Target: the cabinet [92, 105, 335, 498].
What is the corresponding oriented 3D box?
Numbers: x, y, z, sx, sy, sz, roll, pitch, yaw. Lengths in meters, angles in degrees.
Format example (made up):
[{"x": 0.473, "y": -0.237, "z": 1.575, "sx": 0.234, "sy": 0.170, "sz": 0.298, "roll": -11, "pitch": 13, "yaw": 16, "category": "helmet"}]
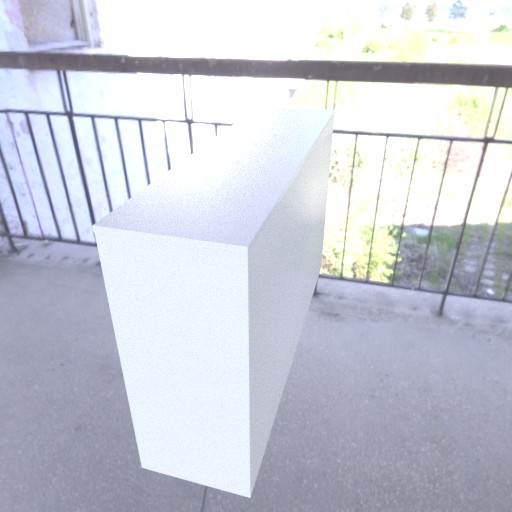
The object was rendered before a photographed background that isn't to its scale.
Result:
[{"x": 0.000, "y": 0.000, "z": 1.816, "sx": 0.380, "sy": 0.900, "sz": 1.450, "roll": 8, "pitch": 31, "yaw": 14, "category": "cabinet"}]
